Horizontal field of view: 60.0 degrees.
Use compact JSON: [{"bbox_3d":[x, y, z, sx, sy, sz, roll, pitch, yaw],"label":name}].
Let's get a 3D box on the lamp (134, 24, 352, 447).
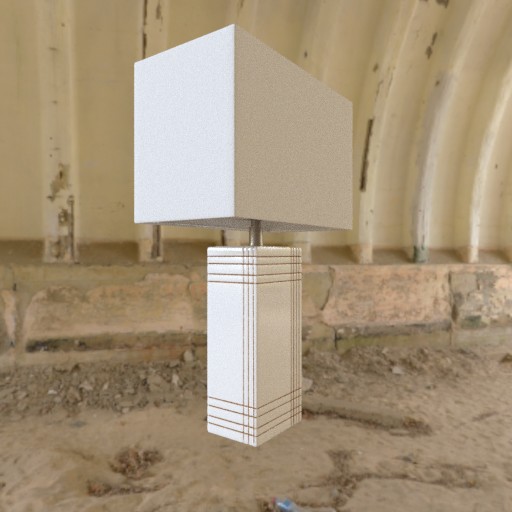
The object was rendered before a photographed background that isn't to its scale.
[{"bbox_3d":[0.000,0.000,0.703,0.182,0.543,0.334,0,0,36],"label":"lamp"}]
